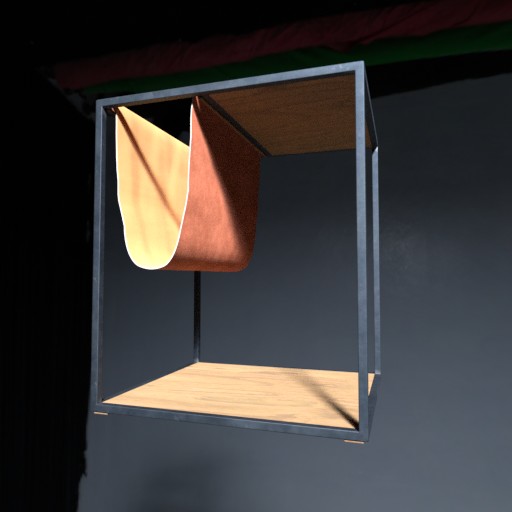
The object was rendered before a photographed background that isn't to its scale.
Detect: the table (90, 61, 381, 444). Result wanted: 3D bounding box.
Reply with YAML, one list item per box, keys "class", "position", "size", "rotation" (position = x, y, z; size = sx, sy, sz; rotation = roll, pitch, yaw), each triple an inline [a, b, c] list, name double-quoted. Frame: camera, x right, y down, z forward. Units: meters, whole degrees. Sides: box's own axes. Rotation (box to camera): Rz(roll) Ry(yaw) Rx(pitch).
- class: "table"
  position: [0.000, 0.000, 0.871]
  size: [0.450, 0.536, 0.399]
  rotation: [-1, -3, 18]
